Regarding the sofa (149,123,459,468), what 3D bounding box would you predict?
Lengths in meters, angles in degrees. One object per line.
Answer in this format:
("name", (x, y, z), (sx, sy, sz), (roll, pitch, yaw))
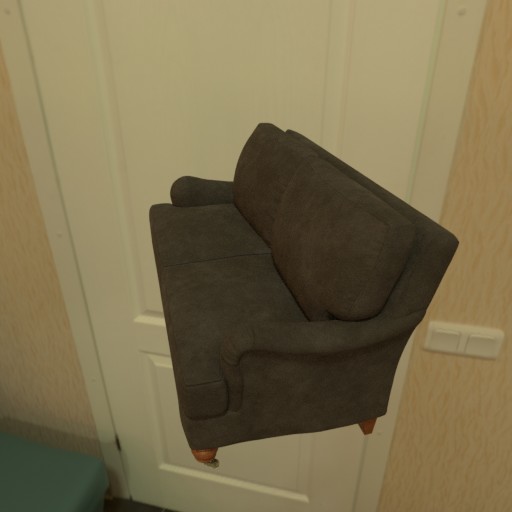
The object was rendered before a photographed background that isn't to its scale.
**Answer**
("sofa", (0.000, 0.000, 2.465), (1.084, 1.101, 1.853), (-8, 30, -14))
